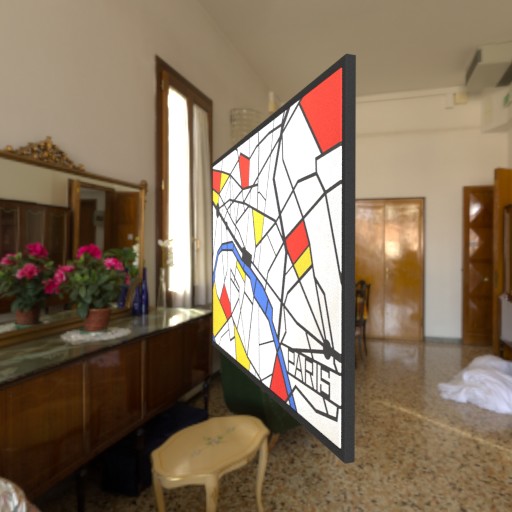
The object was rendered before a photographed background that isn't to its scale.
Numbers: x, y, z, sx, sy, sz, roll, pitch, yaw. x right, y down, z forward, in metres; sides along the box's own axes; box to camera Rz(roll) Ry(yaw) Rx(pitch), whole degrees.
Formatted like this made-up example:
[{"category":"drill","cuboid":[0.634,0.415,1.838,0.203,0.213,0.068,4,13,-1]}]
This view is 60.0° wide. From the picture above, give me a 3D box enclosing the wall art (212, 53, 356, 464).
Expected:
[{"category":"wall art","cuboid":[0.000,0.000,0.812,0.013,0.458,0.664,0,1,-19]}]
